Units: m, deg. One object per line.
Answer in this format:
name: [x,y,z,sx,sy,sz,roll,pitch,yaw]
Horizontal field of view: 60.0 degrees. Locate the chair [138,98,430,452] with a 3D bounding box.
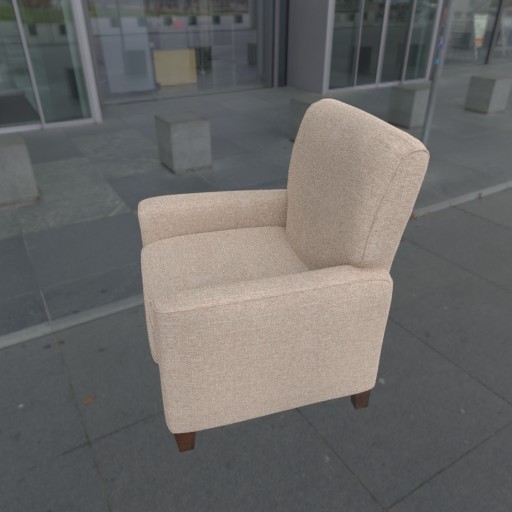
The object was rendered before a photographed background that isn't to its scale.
chair: [0.000,0.000,1.668,0.858,1.028,0.841,-8,31,-14]
